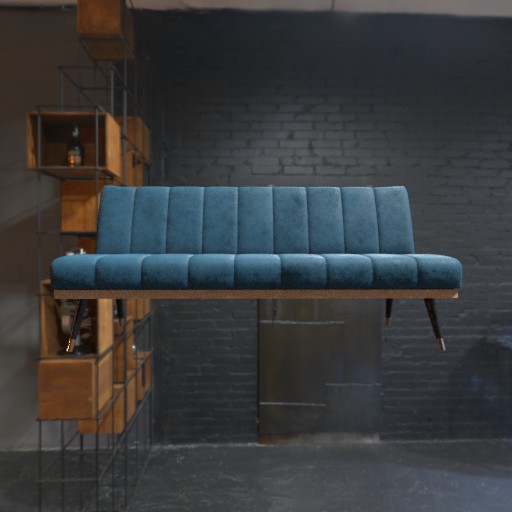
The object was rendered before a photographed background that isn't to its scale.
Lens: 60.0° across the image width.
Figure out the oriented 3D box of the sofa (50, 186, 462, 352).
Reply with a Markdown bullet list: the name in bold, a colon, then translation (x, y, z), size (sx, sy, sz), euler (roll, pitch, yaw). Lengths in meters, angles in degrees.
- **sofa**: translation (0.000, 0.000, 2.320), size (1.810, 0.825, 0.830), euler (0, 1, -1)
